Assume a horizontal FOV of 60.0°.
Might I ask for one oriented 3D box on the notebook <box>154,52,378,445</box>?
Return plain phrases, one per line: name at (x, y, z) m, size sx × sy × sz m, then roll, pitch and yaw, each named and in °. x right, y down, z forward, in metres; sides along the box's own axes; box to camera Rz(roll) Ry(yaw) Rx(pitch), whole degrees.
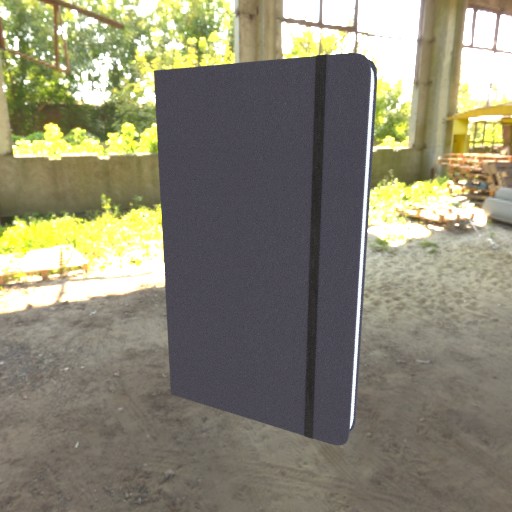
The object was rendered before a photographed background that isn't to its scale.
notebook at (0.000, 0.000, 0.264) m, size 0.127 × 0.213 × 0.016 m, roll 7°, pitch 16°, yaw 26°
